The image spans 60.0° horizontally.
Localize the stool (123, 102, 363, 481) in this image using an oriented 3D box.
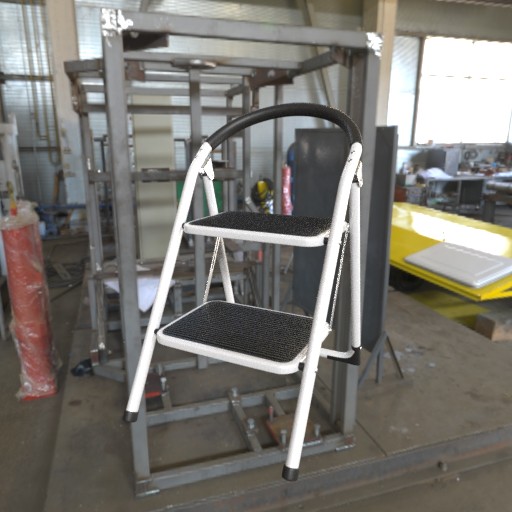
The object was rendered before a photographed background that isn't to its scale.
[{"bbox_3d":[0.000,0.000,1.110,0.453,0.760,0.559,7,17,26],"label":"stool"}]
